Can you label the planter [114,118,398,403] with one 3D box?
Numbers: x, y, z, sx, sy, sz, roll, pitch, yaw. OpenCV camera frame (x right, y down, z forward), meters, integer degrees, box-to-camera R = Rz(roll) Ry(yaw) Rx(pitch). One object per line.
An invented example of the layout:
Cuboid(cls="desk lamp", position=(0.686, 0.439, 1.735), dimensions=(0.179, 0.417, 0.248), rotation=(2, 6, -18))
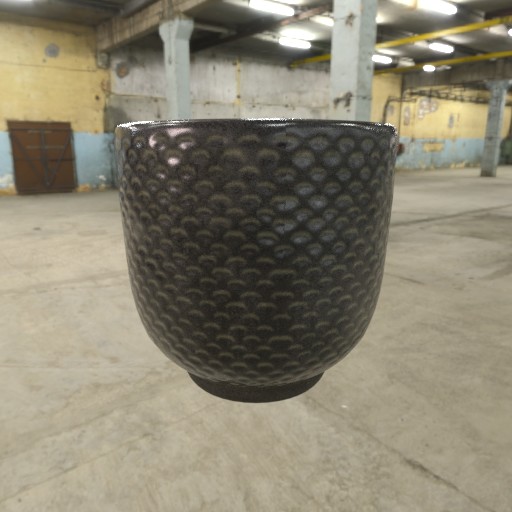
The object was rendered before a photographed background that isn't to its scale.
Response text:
Cuboid(cls="planter", position=(0.000, 0.000, 0.342), dimensions=(0.197, 0.191, 0.197), rotation=(0, 13, 0))
